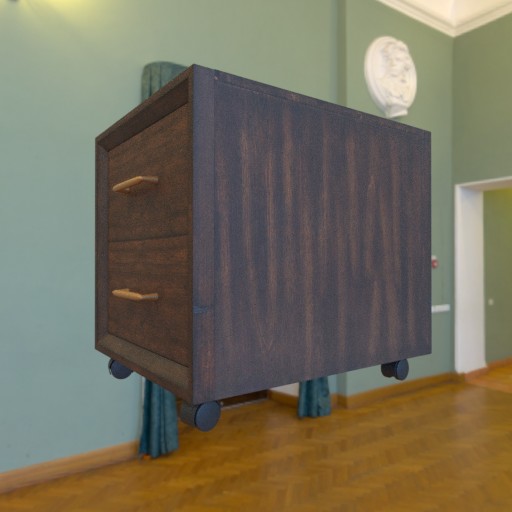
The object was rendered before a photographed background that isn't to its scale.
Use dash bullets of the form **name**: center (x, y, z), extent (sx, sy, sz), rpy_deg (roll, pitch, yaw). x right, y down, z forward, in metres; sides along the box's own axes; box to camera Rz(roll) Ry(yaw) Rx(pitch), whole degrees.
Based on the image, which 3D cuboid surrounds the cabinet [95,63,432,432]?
- **cabinet**: center (0.000, 0.000, 0.825), extent (0.500, 0.455, 0.402), rpy_deg (0, 0, -36)
